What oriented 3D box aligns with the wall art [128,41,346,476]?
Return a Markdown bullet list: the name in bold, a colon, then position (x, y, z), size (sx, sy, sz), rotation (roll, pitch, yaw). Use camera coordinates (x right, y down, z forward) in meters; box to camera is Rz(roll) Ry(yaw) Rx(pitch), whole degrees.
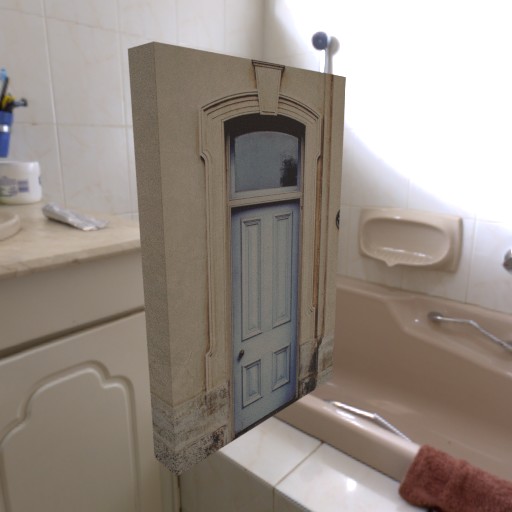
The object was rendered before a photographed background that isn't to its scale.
- **wall art**: position (0.000, 0.000, 0.476), size (0.038, 0.381, 0.254), rotation (14, 20, 43)
